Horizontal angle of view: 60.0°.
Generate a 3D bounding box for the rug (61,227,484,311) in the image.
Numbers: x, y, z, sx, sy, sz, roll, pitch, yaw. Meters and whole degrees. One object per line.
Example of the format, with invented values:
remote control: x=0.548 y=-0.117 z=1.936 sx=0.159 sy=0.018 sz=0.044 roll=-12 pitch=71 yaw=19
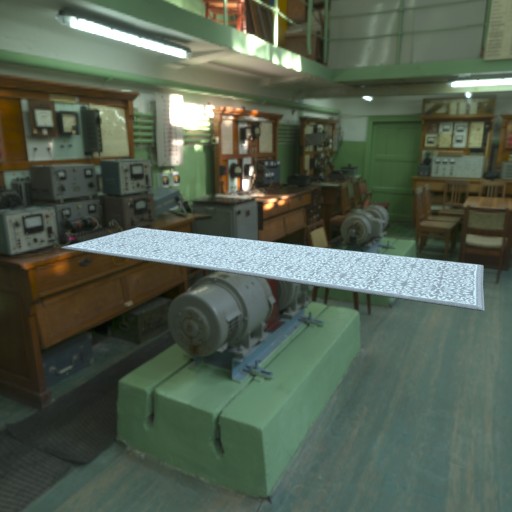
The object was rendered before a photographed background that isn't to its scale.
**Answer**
rug: x=0.000 y=0.000 z=2.385 sx=2.196 sy=0.011 sz=0.662 roll=7 pitch=16 yaw=25
